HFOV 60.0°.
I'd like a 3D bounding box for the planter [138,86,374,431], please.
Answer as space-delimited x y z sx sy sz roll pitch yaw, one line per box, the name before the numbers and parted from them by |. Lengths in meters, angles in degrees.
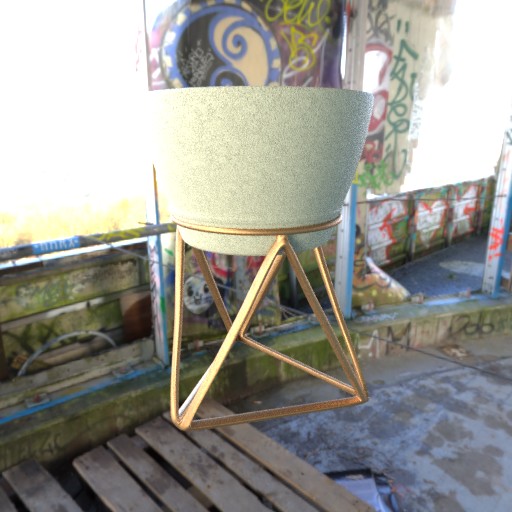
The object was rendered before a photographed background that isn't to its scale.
planter | 0.000 0.000 0.745 0.350 0.504 0.350 -15 21 -43
